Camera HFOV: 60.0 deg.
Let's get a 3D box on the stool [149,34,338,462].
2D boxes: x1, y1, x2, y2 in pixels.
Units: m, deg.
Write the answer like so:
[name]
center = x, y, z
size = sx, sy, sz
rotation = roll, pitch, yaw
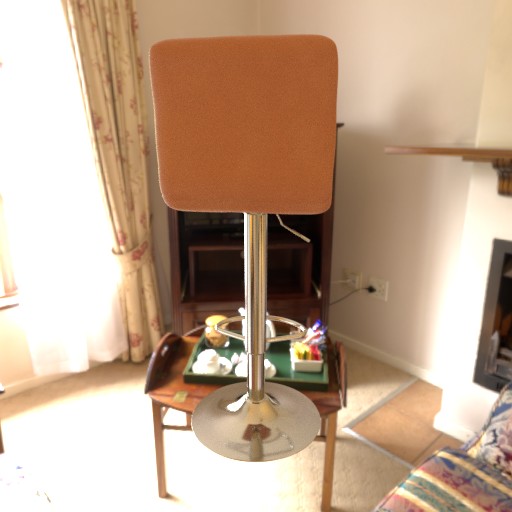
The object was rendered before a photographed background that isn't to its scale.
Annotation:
[stool]
center = 0.000, 0.000, 1.325
size = 0.430, 1.115, 0.505
rotation = 2, 16, 8
